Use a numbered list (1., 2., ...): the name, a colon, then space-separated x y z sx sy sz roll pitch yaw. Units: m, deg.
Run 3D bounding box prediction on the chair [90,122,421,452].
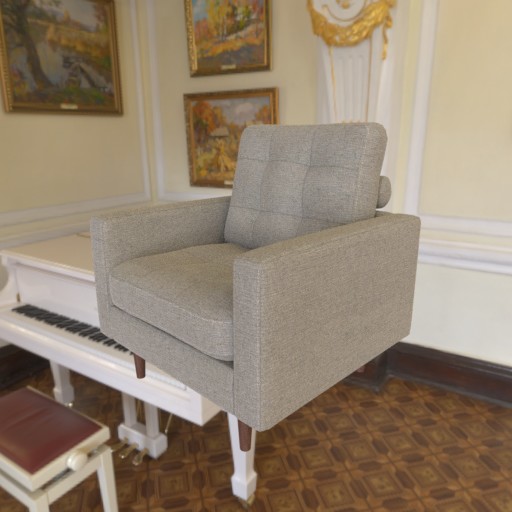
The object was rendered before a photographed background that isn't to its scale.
1. chair: 0.000 0.000 1.524 0.821 0.880 0.843 15 21 42
